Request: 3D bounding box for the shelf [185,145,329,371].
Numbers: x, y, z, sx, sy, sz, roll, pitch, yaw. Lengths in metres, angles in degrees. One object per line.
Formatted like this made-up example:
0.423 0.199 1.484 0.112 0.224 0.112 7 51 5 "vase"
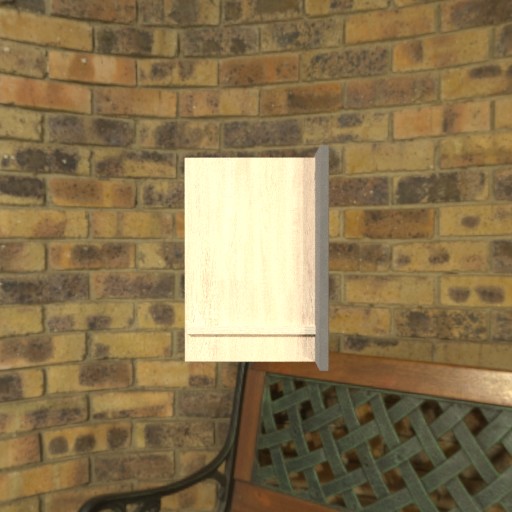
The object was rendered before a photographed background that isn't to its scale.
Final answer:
0.000 0.000 1.099 0.200 0.300 1.020 0 0 0 "shelf"
